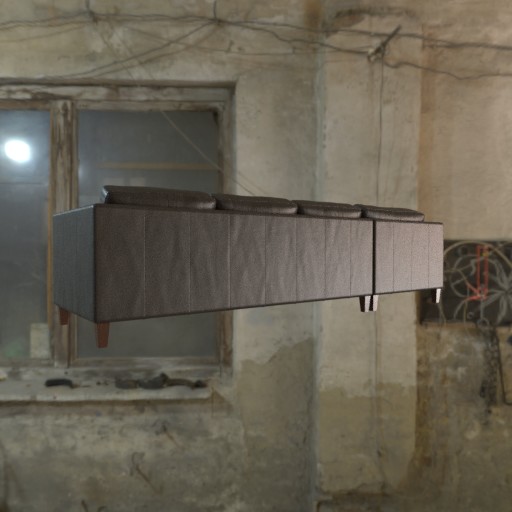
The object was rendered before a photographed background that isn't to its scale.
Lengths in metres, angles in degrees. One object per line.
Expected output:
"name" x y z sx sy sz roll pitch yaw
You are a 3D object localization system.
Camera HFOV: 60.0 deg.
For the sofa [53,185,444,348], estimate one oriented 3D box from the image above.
"sofa" 0.000 0.000 3.822 3.203 0.883 1.581 -1 2 -36
